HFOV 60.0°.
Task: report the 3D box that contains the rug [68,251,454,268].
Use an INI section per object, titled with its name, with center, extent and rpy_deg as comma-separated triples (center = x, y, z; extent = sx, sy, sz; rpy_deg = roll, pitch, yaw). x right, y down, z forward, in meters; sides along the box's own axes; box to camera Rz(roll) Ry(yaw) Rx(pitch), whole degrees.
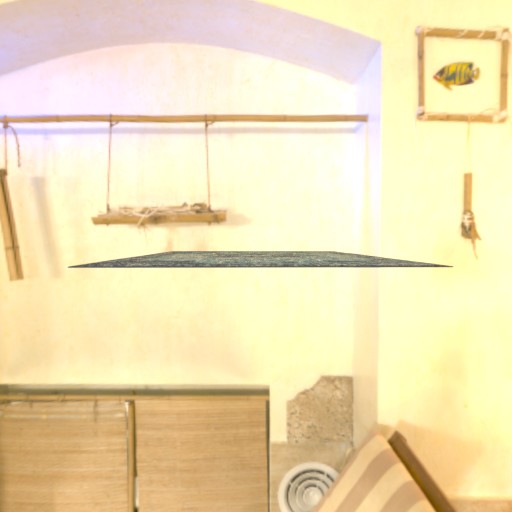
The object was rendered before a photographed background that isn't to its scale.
[rug]
center = 0.000, 0.000, 2.961
extent = 1.525, 0.007, 2.440
rpy_deg = 0, 2, -1
